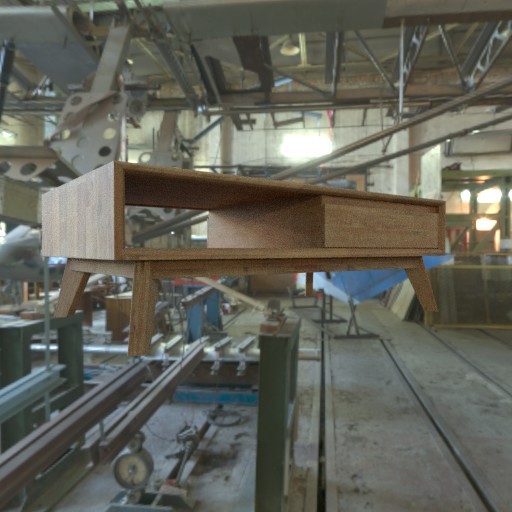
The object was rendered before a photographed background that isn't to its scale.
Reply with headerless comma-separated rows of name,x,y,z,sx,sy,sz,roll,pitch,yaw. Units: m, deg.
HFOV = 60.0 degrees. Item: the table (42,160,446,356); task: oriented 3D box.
table,0.000,0.000,2.029,1.619,0.531,0.918,-1,1,-37
